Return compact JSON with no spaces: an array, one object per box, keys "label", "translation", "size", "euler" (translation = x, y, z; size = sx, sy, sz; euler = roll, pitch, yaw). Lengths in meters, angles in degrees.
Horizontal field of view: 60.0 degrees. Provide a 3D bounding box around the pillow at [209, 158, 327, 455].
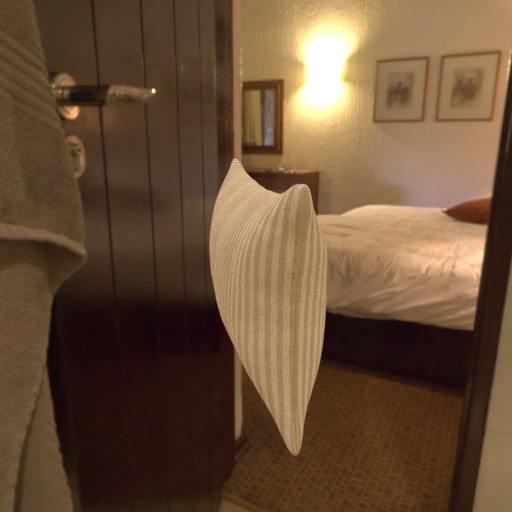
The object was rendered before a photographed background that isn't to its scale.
[{"label":"pillow","translation":[0.000,0.000,0.739],"size":[0.151,0.295,0.617],"euler":[-2,15,-8]}]
